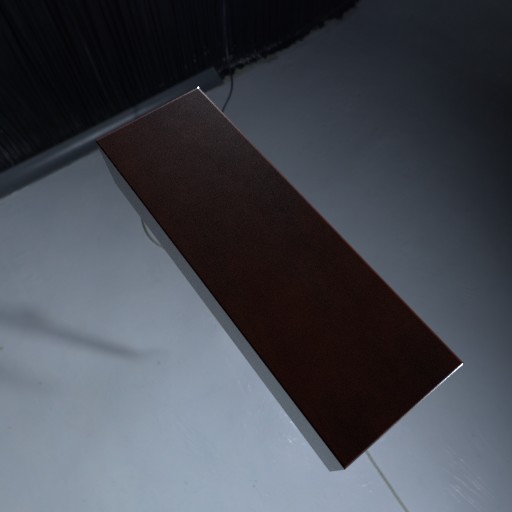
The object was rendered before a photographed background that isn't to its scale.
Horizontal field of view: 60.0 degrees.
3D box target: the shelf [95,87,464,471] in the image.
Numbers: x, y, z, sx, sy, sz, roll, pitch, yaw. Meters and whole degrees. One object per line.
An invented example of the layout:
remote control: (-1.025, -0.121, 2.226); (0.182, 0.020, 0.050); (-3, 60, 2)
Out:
shelf: (0.000, 0.000, 0.524); (0.152, 0.088, 0.457); (-34, 68, -16)
